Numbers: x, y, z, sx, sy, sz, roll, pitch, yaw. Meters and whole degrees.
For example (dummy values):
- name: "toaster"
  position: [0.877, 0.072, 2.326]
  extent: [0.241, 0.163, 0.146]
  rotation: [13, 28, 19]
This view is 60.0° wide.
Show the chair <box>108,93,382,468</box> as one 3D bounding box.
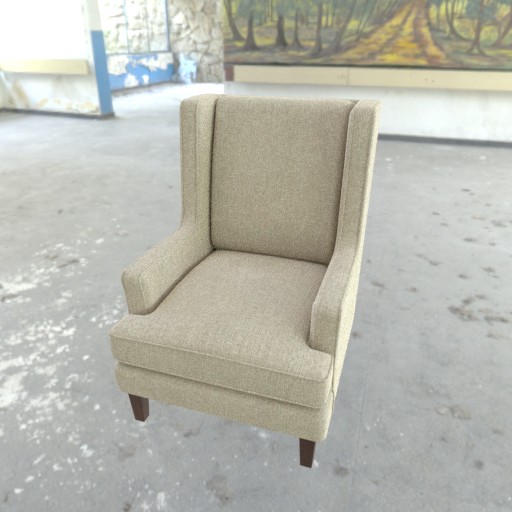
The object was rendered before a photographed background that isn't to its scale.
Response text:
- name: "chair"
  position: [0.000, 0.000, 1.711]
  extent: [0.764, 1.082, 0.948]
  rotation: [8, 27, 16]
